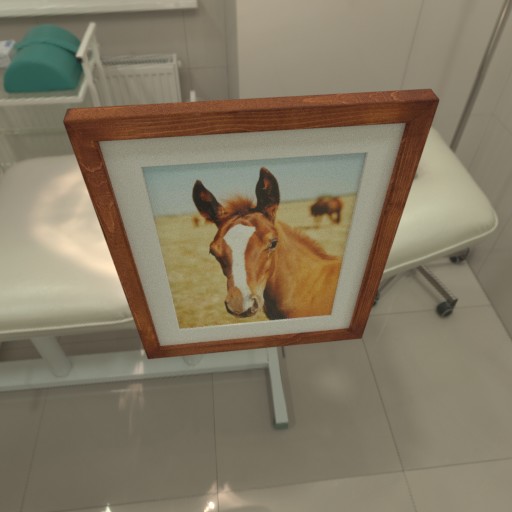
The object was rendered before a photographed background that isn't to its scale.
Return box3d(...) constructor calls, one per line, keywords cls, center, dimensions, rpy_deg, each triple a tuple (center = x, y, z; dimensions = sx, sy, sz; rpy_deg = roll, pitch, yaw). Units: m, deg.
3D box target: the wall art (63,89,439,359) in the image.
box3d(cls="wall art", center=(0.000, 0.000, 0.755), dimensions=(0.462, 0.558, 0.030), rpy_deg=(-5, 48, -4))
